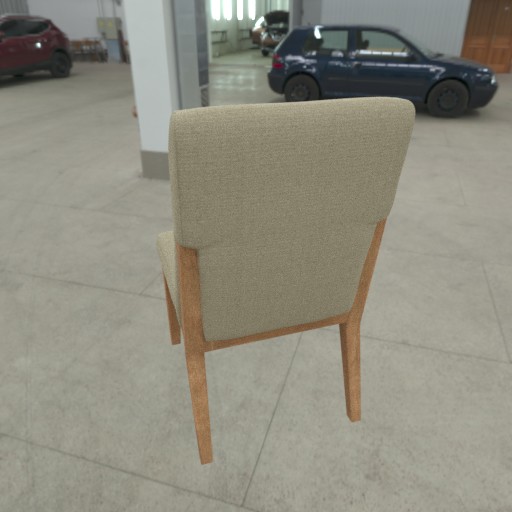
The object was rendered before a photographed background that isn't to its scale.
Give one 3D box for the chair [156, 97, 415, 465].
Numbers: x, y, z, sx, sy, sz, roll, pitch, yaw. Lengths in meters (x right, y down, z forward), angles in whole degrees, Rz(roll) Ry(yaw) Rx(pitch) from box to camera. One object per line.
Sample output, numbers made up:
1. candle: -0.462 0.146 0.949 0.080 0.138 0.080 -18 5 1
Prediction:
1. chair: 0.000 0.000 1.246 0.507 0.911 0.586 -9 30 -16
